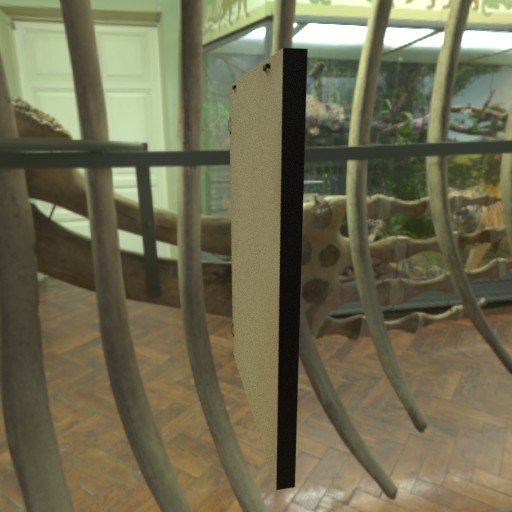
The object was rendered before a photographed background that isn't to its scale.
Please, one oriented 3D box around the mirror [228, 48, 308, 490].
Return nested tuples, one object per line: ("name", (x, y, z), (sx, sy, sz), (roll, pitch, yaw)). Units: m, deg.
("mirror", (0.000, 0.000, 0.921), (0.039, 0.710, 0.507), (-3, 16, -11))
